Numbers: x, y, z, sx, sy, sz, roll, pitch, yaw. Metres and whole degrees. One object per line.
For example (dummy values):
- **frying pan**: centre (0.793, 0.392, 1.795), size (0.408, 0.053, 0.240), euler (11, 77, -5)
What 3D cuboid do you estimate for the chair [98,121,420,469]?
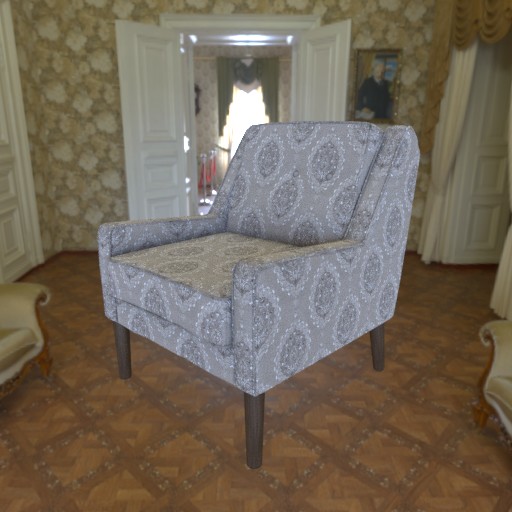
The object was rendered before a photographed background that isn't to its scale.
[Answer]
- **chair**: centre (0.000, 0.000, 1.356), size (0.665, 0.797, 0.750), euler (14, 21, 41)
